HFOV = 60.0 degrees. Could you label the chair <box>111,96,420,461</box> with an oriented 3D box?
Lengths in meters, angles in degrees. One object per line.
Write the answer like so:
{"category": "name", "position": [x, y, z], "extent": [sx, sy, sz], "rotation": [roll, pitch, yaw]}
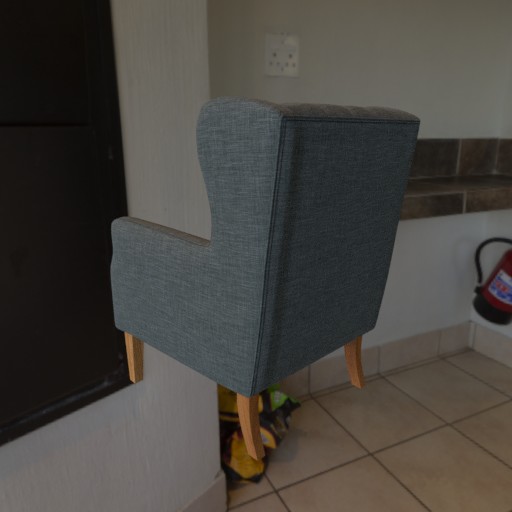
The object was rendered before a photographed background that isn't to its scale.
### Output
{"category": "chair", "position": [0.000, 0.000, 1.478], "extent": [0.711, 0.953, 0.775], "rotation": [-15, 21, -42]}
